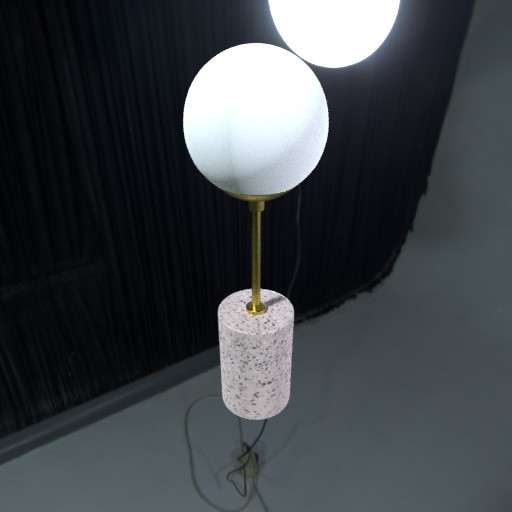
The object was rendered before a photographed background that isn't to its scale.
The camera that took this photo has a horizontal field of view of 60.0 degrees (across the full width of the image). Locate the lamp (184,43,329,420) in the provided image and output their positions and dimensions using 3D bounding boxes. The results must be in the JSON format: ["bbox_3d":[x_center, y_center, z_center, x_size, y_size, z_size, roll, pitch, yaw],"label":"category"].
[{"bbox_3d":[0.000,0.000,0.554,0.153,0.480,0.153,0,30,0],"label":"lamp"}]
